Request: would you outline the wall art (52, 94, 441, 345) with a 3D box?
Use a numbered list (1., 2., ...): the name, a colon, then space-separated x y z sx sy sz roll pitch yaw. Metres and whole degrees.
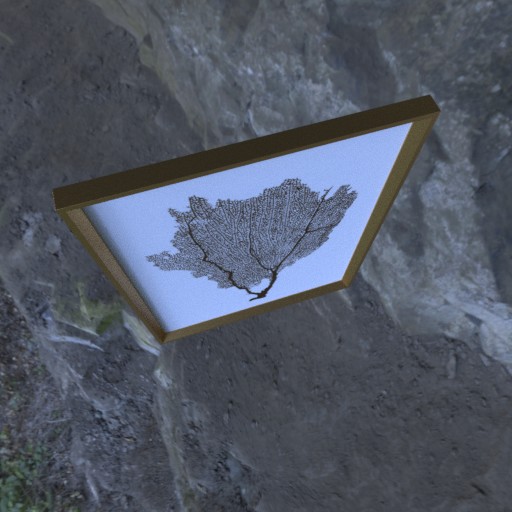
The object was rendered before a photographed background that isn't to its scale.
1. wall art: 0.000 0.000 1.020 0.610 0.762 0.038 -16 65 -8
